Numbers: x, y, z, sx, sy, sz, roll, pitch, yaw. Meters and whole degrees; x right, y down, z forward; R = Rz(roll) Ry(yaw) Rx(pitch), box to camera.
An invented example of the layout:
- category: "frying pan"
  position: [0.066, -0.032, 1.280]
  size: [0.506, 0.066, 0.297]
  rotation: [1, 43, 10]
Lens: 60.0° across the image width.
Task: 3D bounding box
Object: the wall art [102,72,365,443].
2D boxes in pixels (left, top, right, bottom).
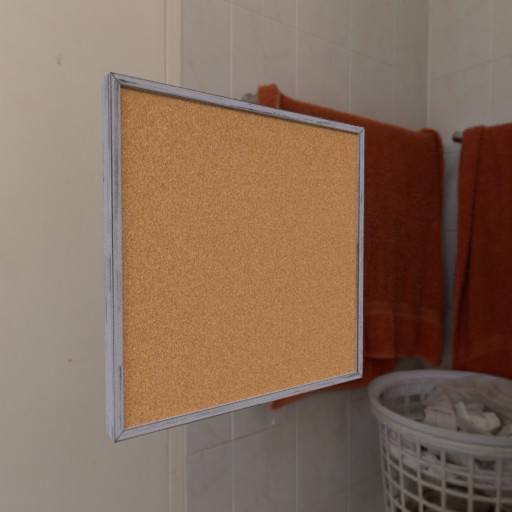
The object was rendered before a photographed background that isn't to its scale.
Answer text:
- category: "wall art"
  position: [0.000, 0.000, 0.764]
  size: [0.506, 0.506, 0.038]
  rotation: [-1, 3, -35]
